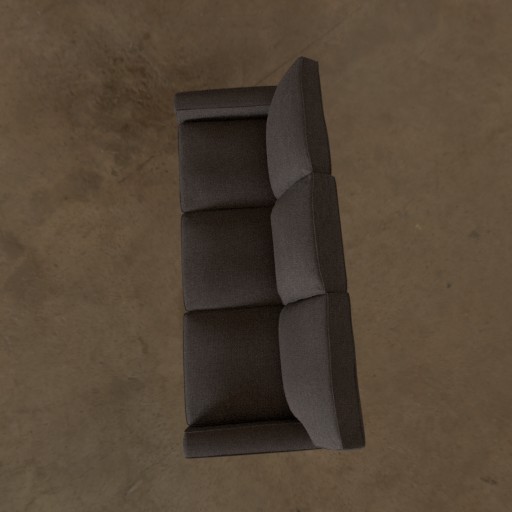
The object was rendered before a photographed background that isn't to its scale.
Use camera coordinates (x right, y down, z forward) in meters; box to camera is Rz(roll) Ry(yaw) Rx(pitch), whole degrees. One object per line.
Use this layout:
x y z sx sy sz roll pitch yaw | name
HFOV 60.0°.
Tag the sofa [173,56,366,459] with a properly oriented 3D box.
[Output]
0.000 0.000 2.886 1.004 0.978 2.369 -4 76 -1 | sofa
